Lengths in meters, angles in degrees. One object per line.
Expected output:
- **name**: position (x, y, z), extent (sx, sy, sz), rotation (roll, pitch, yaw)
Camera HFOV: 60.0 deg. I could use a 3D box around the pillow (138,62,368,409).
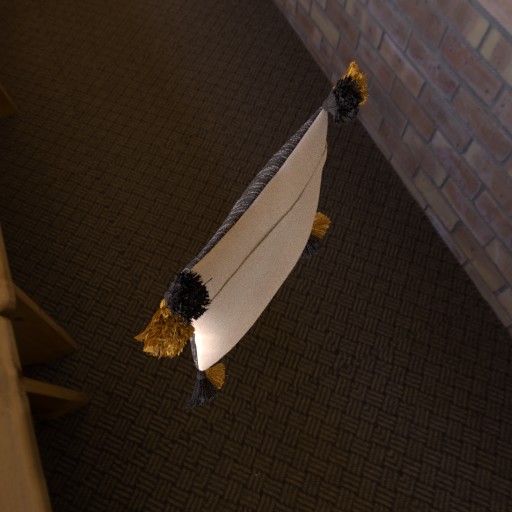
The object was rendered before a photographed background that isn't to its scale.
- **pillow**: position (0.000, 0.000, 0.957), extent (0.139, 0.659, 0.654), rotation (32, 68, 15)
